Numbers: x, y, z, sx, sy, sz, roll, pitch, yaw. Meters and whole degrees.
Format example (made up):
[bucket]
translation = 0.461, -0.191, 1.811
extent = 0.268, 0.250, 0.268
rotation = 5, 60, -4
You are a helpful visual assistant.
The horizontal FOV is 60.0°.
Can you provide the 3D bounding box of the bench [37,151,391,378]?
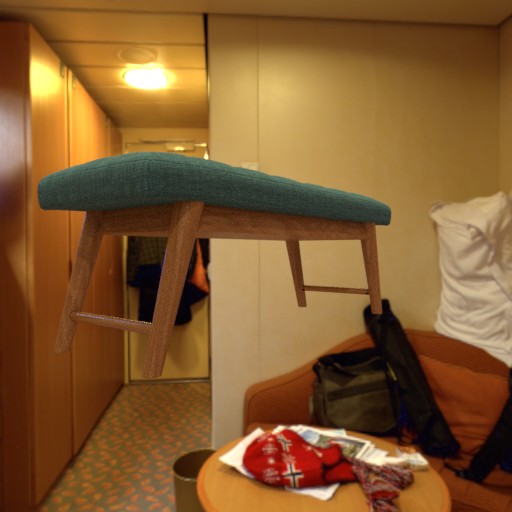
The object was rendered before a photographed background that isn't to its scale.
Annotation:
[bench]
translation = 0.000, 0.000, 1.328
extent = 0.406, 0.432, 1.118
rotation = 1, 1, 38
